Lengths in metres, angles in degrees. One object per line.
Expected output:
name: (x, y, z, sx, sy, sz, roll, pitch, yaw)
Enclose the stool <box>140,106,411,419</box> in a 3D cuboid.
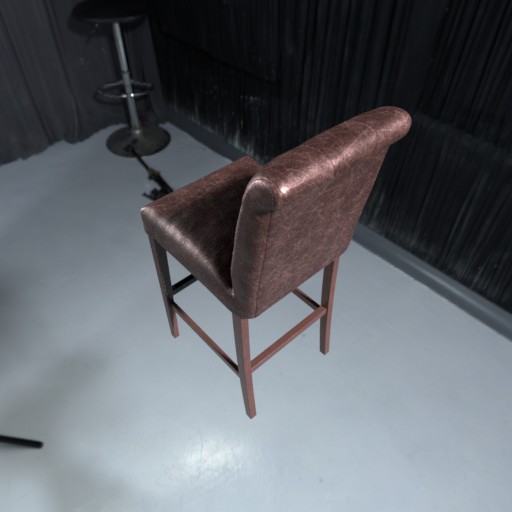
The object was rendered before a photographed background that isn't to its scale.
stool: (0.000, 0.000, 1.531, 0.483, 1.168, 0.659, -33, 54, -28)
